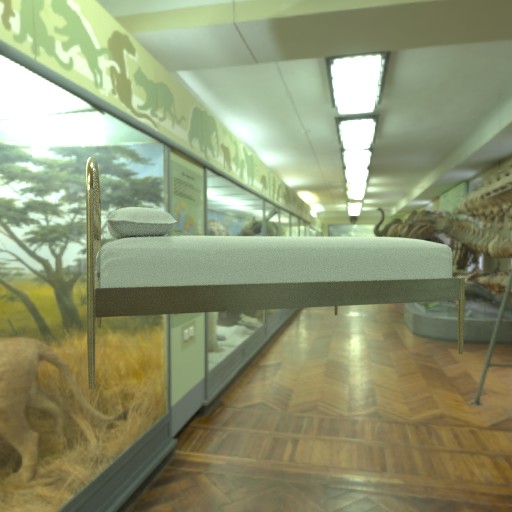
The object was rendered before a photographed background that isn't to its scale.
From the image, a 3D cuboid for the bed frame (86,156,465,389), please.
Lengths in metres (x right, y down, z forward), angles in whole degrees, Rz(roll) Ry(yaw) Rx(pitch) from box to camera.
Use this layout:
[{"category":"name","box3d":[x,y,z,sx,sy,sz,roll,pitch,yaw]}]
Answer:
[{"category":"bed frame","box3d":[0.000,0.000,3.114,2.152,1.175,1.612,0,1,-18]}]
